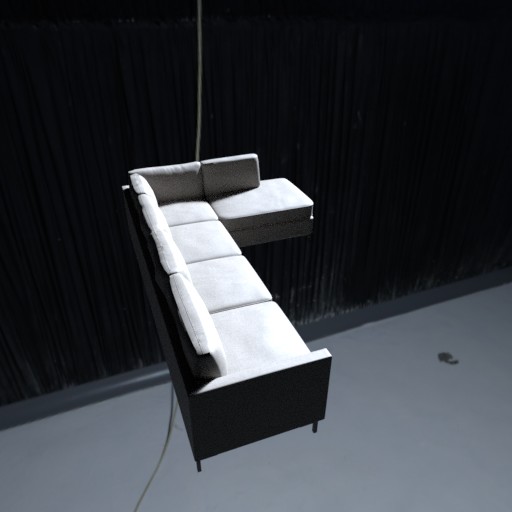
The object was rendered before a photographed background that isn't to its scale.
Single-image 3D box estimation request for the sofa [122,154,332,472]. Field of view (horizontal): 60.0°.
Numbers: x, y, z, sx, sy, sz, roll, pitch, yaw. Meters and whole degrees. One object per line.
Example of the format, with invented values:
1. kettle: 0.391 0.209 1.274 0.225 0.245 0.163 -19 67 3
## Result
1. sofa: 0.000 0.000 4.244 2.077 0.964 3.331 -11 33 -18
